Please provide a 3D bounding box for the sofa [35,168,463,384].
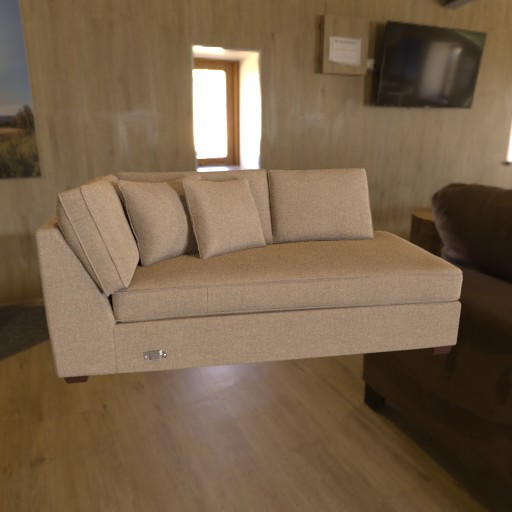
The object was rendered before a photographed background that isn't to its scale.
[{"bbox_3d":[0.000,0.000,2.764,2.238,1.019,1.110,-3,16,-9],"label":"sofa"}]
